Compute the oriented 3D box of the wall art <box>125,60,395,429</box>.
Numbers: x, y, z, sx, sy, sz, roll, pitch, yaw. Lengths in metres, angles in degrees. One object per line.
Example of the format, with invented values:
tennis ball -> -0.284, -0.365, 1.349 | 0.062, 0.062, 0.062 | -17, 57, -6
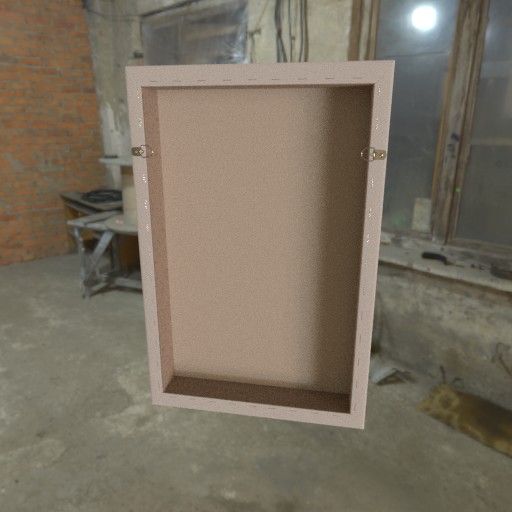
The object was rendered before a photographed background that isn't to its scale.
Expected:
wall art -> 0.000, 0.000, 0.480 | 0.252, 0.381, 0.039 | 3, 17, 10
